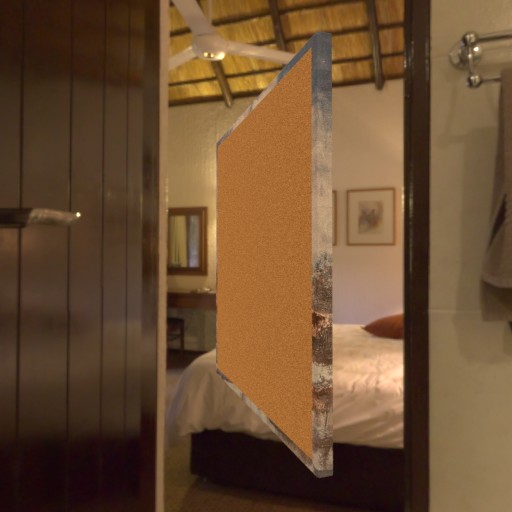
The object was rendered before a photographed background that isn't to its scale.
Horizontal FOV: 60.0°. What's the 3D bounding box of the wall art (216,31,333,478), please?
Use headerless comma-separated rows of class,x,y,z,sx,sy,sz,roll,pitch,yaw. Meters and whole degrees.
wall art,0.000,0.000,1.313,0.035,0.897,0.888,0,-1,-18
